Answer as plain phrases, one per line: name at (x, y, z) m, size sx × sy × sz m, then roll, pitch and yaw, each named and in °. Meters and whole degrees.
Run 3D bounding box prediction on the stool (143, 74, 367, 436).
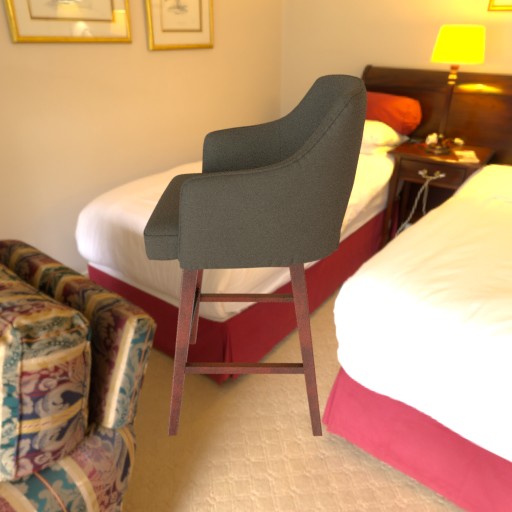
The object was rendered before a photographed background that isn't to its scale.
stool at (0.000, 0.000, 1.352) m, size 0.558 × 1.012 × 0.548 m, roll 0°, pitch 27°, yaw 0°
